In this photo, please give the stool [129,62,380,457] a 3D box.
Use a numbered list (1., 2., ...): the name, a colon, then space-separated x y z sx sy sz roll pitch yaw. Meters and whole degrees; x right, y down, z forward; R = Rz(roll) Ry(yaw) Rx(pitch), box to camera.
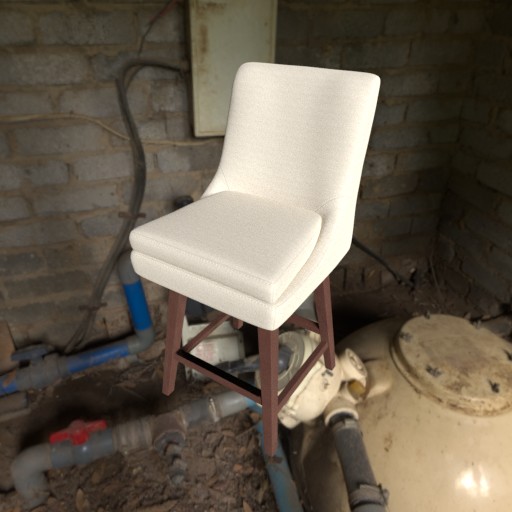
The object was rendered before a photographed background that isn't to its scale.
1. stool: 0.000 0.000 1.321 0.483 0.991 0.559 19 36 28
